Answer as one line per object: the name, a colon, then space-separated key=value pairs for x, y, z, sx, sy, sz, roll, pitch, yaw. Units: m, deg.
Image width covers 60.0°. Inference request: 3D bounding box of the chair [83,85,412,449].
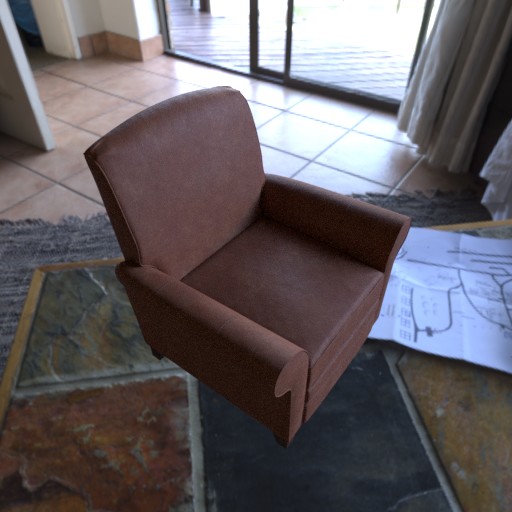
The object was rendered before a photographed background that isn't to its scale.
chair: x=0.000 y=0.000 z=1.768 sx=0.902 sy=1.061 sz=0.978 roll=26 pitch=47 yaw=27
